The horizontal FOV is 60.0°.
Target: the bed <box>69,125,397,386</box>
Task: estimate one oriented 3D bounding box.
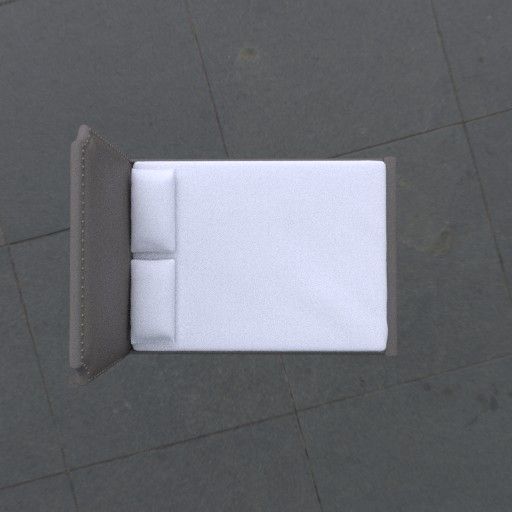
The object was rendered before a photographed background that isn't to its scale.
[{"bbox_3d":[0.000,0.000,3.476,2.372,1.443,1.712,0,89,1],"label":"bed"}]
